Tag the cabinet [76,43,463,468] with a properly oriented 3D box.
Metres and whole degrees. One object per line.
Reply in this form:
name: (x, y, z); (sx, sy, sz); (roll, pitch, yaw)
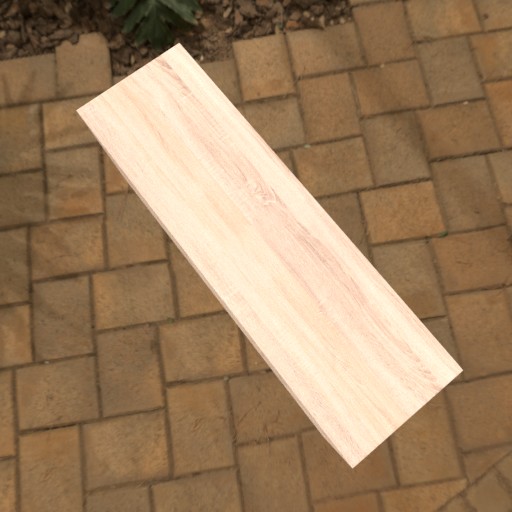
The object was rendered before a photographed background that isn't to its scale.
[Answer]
cabinet: (0.000, 0.000, 2.003); (0.500, 0.780, 1.650); (-37, 79, -8)
